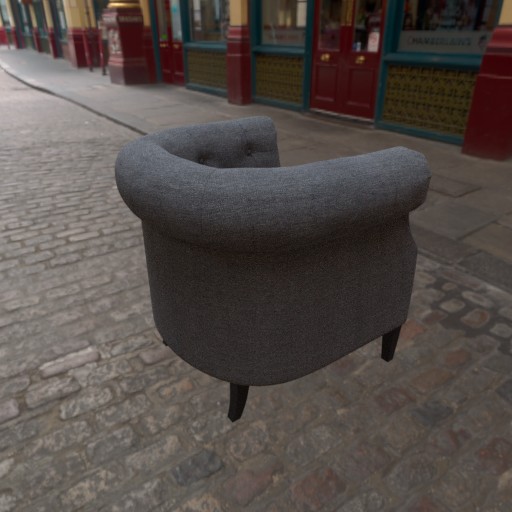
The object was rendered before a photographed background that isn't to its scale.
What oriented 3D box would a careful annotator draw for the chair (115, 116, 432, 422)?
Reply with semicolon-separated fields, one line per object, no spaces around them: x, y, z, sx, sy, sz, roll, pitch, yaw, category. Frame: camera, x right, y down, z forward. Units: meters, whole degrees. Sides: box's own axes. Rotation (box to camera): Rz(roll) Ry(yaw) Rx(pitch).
0.000;0.000;1.576;0.852;0.827;0.905;-18;32;-32;chair
